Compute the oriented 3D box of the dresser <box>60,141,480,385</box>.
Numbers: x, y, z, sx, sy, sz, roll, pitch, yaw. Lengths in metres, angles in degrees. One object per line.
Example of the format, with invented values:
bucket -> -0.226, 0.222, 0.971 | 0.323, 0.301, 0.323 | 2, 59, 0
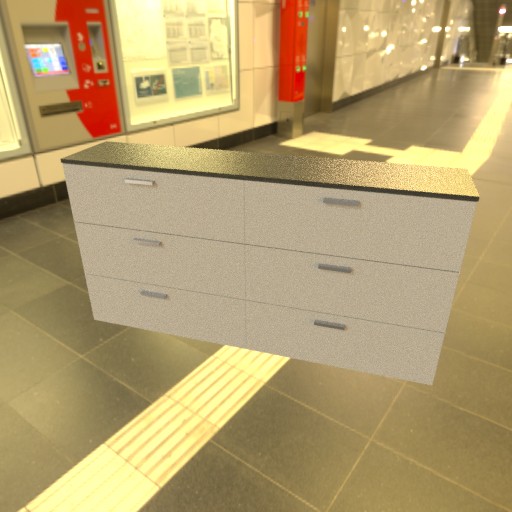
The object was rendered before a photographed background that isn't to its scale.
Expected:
dresser -> 0.000, 0.000, 1.876 | 1.535, 0.790, 0.333 | 8, 28, 15
